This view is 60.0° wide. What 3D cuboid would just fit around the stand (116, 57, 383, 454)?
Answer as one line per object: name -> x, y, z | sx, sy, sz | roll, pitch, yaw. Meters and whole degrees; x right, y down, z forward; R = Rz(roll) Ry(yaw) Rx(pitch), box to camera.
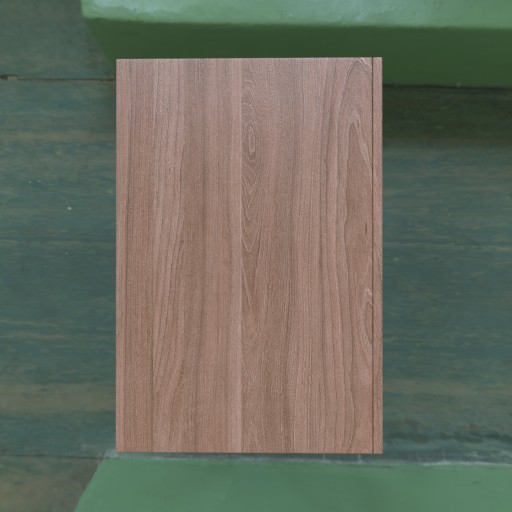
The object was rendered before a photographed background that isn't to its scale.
stand -> 0.000, 0.000, 0.923 | 0.420, 0.500, 0.600 | 0, 90, 1
